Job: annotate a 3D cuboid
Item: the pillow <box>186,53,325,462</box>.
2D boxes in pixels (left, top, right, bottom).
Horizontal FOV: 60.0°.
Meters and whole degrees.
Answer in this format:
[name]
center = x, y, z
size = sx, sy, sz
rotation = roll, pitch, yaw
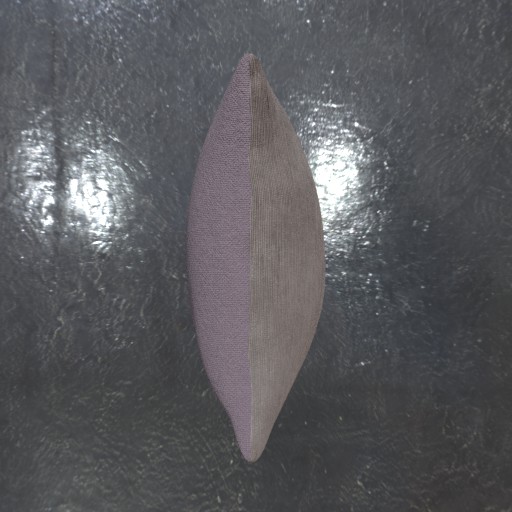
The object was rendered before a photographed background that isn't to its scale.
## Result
[pillow]
center = 0.000, 0.000, 0.696
size = 0.204, 0.439, 0.452
rotation = 0, 89, 0
